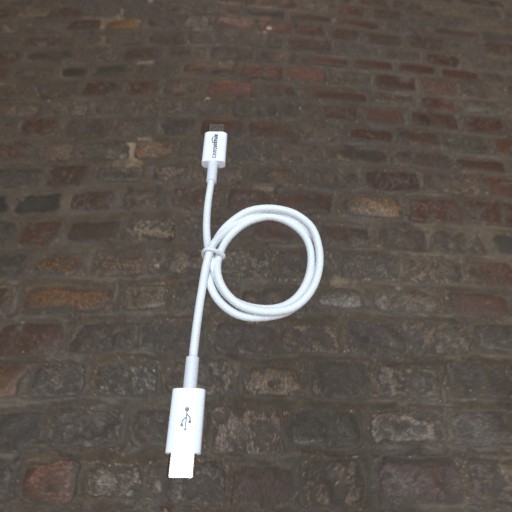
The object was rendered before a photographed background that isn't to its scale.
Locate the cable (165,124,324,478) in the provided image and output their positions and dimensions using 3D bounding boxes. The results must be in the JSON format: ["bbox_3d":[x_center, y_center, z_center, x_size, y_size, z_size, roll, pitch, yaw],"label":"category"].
[{"bbox_3d":[0.000,0.000,0.225,0.070,0.014,0.203,1,57,0],"label":"cable"}]
